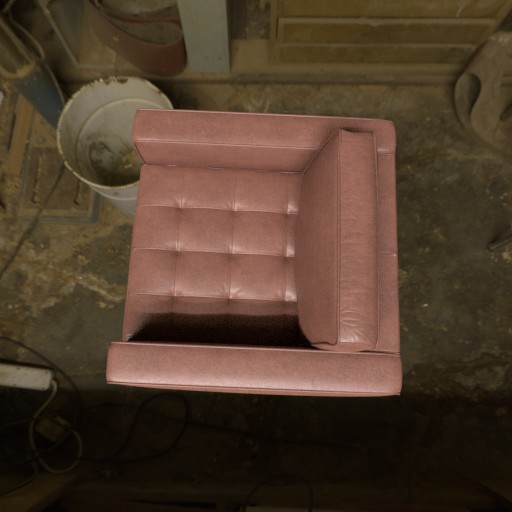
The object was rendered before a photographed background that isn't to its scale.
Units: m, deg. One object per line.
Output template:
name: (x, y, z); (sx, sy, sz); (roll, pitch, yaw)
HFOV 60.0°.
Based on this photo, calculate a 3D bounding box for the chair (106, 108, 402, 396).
chair: (0.000, 0.000, 1.554); (0.900, 0.770, 0.920); (2, 78, 1)
